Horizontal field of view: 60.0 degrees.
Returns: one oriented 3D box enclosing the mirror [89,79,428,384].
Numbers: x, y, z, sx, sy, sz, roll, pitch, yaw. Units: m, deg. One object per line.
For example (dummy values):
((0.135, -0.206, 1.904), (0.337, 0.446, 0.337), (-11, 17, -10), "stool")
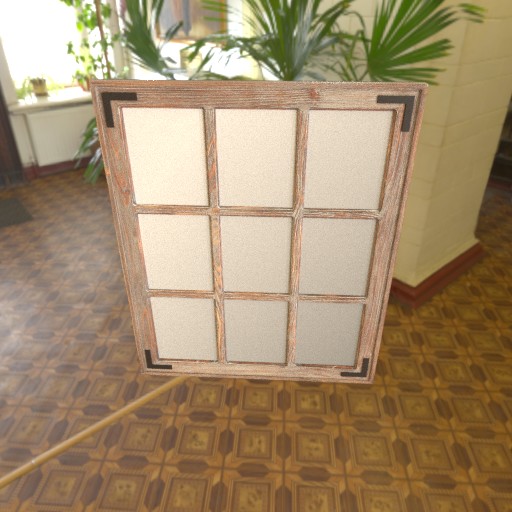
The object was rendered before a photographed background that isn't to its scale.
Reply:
((0.000, 0.000, 1.189), (0.730, 0.882, 0.032), (2, 30, 3), "mirror")
